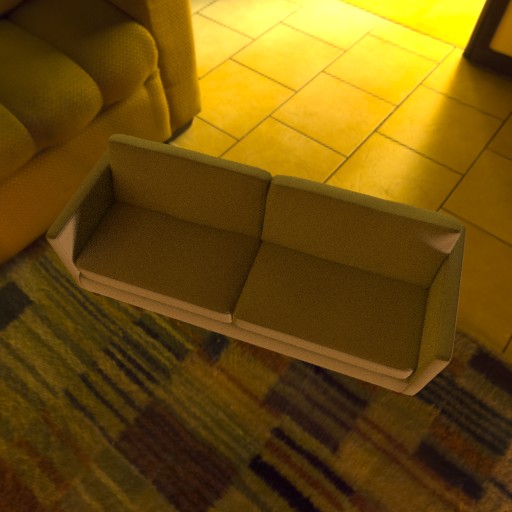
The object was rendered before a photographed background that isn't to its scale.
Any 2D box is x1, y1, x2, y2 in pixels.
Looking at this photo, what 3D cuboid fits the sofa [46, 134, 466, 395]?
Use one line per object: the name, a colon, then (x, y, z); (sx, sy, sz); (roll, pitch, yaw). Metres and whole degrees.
sofa: (0.000, 0.000, 2.919); (2.434, 0.965, 0.948); (16, 59, 10)
